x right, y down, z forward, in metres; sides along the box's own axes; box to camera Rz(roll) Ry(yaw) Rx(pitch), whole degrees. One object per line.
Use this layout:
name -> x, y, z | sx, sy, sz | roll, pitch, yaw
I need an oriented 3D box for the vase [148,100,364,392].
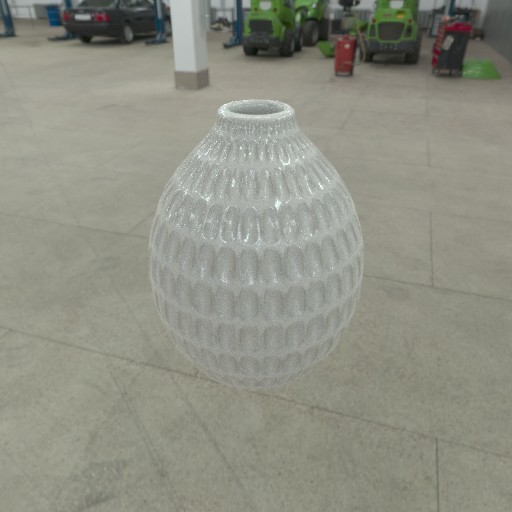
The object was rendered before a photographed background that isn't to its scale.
vase -> 0.000, 0.000, 0.341 | 0.162, 0.223, 0.162 | 0, 31, 0
